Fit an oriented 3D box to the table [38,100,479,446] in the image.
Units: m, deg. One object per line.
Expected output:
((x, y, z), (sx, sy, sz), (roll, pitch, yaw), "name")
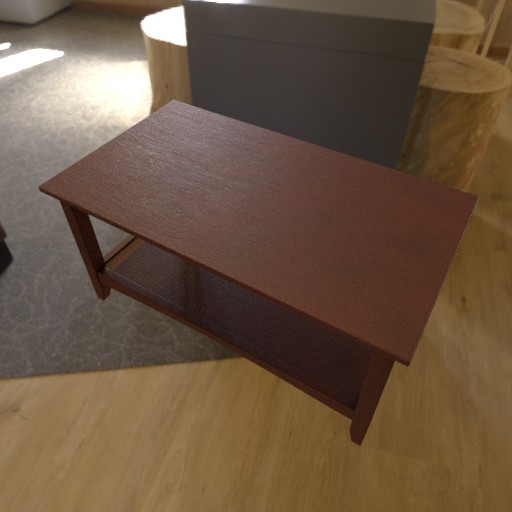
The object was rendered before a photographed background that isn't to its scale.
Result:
((0.000, 0.000, 1.247), (0.943, 0.456, 0.533), (24, 51, 21), "table")
